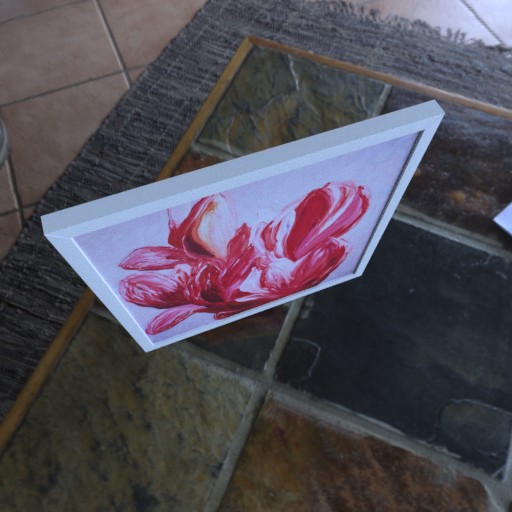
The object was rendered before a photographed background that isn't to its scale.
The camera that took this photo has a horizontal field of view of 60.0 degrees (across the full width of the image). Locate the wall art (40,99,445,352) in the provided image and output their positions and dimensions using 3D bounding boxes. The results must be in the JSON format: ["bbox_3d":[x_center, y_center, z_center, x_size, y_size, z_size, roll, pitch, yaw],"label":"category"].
[{"bbox_3d":[0.000,0.000,0.679,0.455,0.453,0.023,-19,65,-9],"label":"wall art"}]
